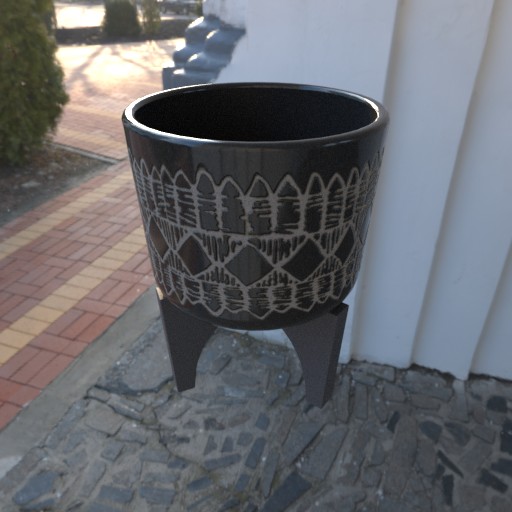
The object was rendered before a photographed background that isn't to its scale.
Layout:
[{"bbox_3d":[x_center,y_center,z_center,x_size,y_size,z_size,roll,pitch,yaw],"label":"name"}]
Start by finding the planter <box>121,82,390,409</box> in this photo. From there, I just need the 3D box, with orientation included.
[{"bbox_3d":[0.000,0.000,0.400,0.196,0.264,0.196,22,38,32],"label":"planter"}]
